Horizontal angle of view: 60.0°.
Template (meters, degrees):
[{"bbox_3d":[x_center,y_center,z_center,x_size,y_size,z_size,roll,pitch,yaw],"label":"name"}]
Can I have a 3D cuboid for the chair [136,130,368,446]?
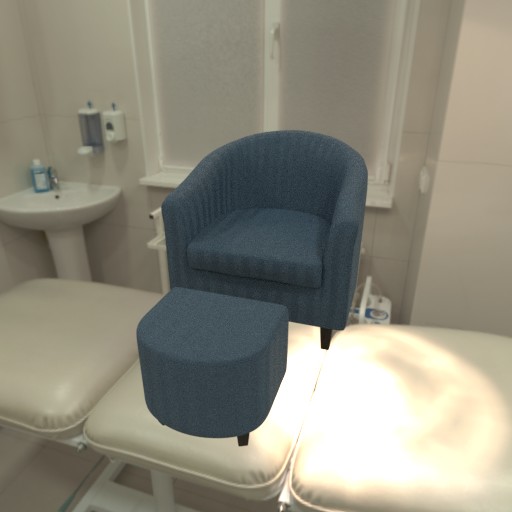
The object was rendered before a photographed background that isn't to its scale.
[{"bbox_3d":[0.000,0.000,1.716,0.756,0.757,1.288,8,26,17],"label":"chair"}]
